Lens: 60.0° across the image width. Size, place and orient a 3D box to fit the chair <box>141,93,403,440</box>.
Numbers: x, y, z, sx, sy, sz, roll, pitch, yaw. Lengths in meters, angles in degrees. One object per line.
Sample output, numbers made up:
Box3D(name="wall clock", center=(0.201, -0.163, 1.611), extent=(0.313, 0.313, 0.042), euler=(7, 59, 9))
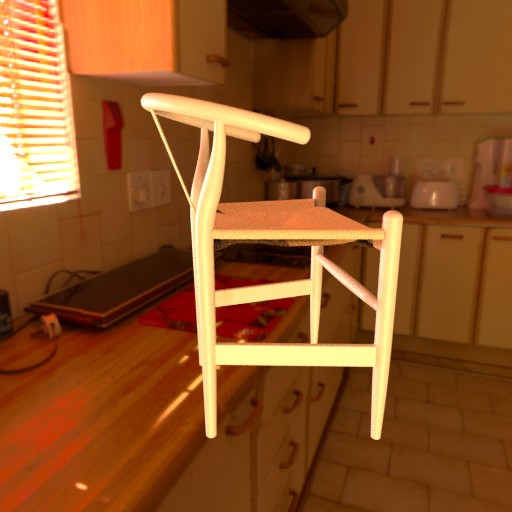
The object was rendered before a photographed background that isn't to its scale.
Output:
Box3D(name="chair", center=(0.000, 0.000, 1.085), extent=(0.500, 0.736, 0.533), euler=(-2, 15, -9))
